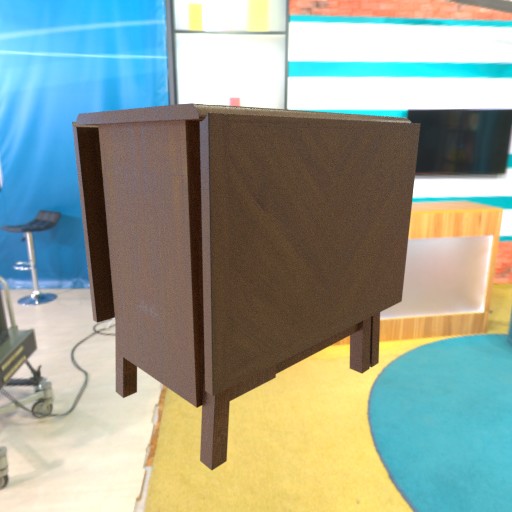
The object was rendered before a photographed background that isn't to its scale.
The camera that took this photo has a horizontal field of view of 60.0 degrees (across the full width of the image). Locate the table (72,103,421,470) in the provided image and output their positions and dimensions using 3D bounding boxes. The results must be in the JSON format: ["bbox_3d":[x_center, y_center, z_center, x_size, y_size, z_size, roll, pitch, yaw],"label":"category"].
[{"bbox_3d":[0.000,0.000,1.626,0.967,0.981,0.701,-14,20,-43],"label":"table"}]
